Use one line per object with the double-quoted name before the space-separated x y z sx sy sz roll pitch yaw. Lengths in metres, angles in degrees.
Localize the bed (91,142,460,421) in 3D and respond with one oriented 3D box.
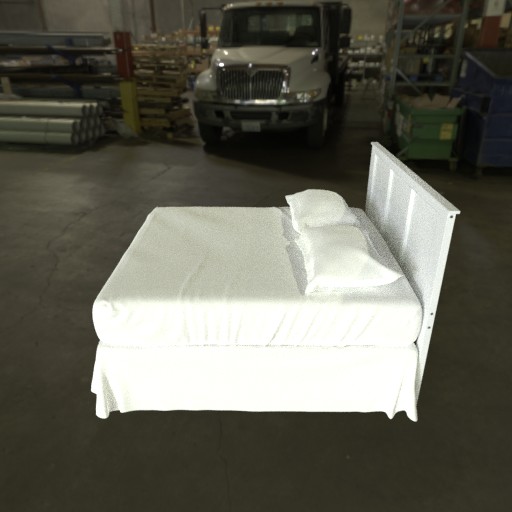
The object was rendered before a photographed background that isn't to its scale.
"bed" 0.000 0.000 3.133 2.047 1.269 1.876 0 26 0
